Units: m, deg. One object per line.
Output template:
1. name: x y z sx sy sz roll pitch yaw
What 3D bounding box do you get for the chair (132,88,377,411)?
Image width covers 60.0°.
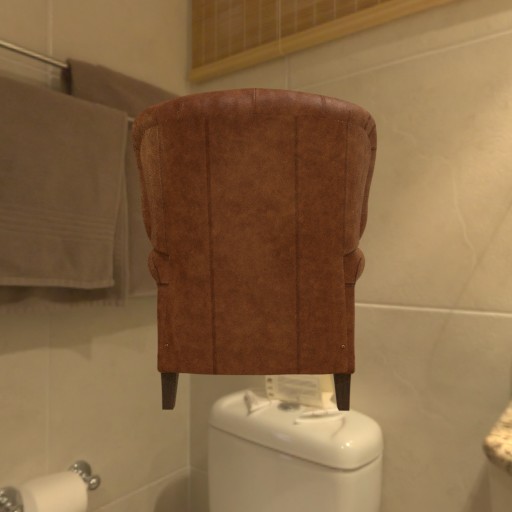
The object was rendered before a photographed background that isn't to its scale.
1. chair: 0.000 0.000 1.967 0.951 1.164 1.059 0 0 1
